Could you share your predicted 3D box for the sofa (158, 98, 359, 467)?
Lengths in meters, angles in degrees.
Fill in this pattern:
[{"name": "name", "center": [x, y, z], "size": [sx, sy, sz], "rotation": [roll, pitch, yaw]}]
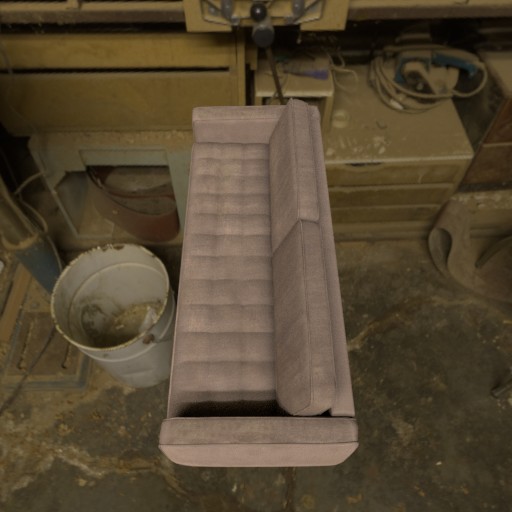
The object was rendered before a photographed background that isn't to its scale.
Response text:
[{"name": "sofa", "center": [0.000, 0.000, 2.707], "size": [0.923, 0.813, 2.295], "rotation": [0, 58, 0]}]
